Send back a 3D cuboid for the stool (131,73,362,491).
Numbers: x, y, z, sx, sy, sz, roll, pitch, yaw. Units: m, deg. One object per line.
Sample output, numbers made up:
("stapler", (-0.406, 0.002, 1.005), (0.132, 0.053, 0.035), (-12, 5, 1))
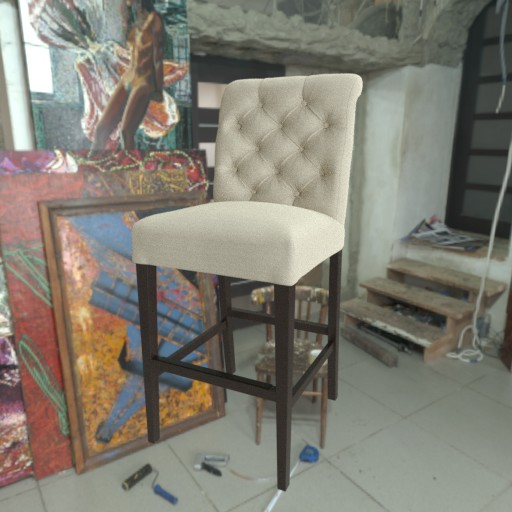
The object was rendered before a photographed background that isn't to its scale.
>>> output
("stool", (0.000, 0.000, 1.390), (0.482, 1.118, 0.610), (7, 16, 25))
